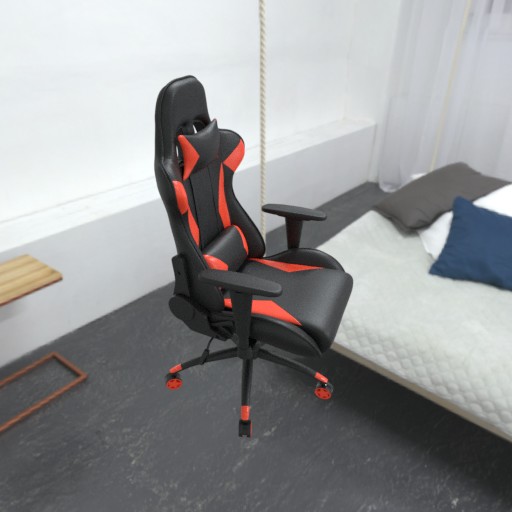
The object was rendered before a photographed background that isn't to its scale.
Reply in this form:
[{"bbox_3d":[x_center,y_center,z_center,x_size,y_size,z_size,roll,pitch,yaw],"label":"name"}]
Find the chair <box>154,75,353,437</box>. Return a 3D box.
[{"bbox_3d":[0.000,0.000,1.731,0.730,1.282,0.695,11,32,18],"label":"chair"}]
